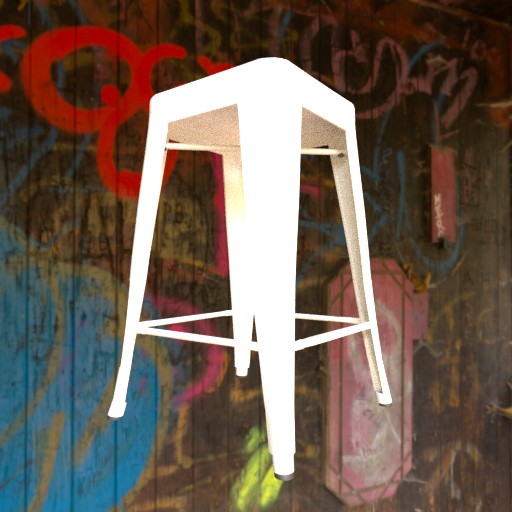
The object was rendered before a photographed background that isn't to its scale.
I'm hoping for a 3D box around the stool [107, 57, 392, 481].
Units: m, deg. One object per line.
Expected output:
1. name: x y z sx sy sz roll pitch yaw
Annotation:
1. stool: 0.000 0.000 0.875 0.406 0.610 0.406 -1 -1 37
